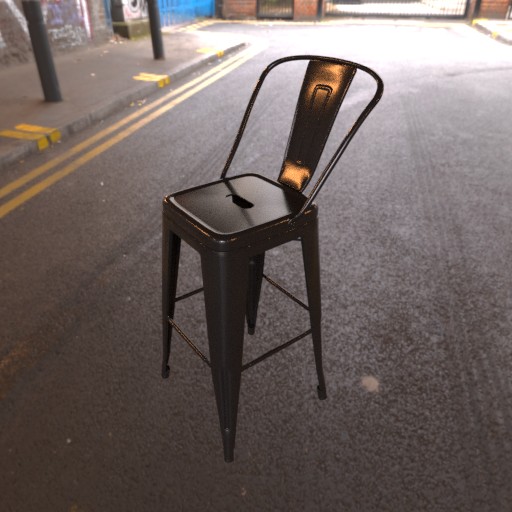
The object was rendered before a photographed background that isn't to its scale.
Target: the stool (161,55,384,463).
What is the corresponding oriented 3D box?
[{"bbox_3d":[0.000,0.000,1.290,0.528,1.022,0.432,-22,38,-31],"label":"stool"}]
